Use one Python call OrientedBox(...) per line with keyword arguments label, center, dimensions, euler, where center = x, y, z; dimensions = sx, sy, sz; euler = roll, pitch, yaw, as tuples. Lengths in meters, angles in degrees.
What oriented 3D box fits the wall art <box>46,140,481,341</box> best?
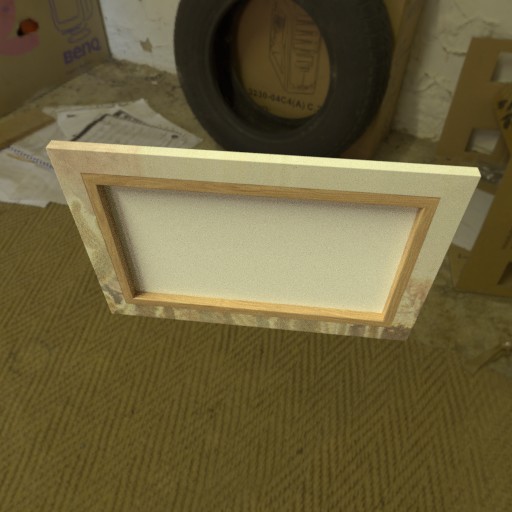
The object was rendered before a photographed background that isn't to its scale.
OrientedBox(label="wall art", center=(0.000, 0.000, 1.443), dimensions=(1.142, 0.758, 0.041), euler=(5, 47, 4))
